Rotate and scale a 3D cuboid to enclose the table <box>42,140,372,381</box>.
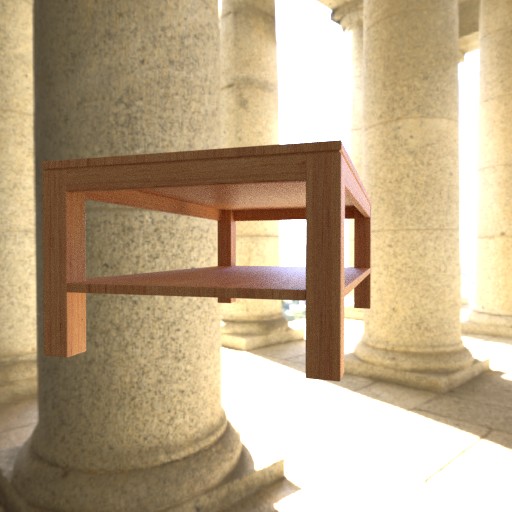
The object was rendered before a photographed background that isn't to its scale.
[{"bbox_3d":[0.000,0.000,1.486,0.695,0.457,1.146,0,1,17],"label":"table"}]
